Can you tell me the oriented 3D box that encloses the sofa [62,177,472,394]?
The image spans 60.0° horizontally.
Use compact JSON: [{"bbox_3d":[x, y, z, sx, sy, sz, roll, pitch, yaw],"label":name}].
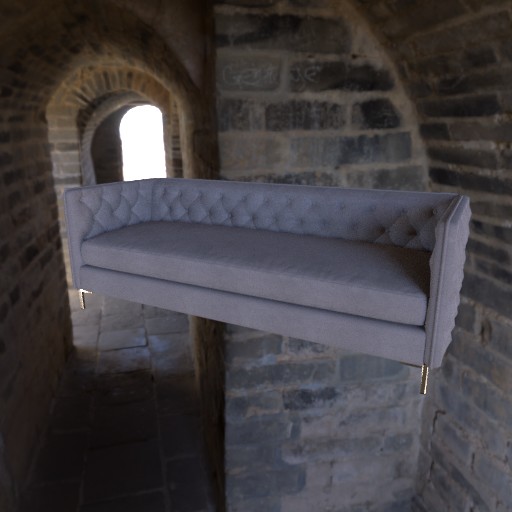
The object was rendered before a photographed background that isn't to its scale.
[{"bbox_3d":[0.000,0.000,2.612,2.209,0.771,0.895,8,17,27],"label":"sofa"}]
